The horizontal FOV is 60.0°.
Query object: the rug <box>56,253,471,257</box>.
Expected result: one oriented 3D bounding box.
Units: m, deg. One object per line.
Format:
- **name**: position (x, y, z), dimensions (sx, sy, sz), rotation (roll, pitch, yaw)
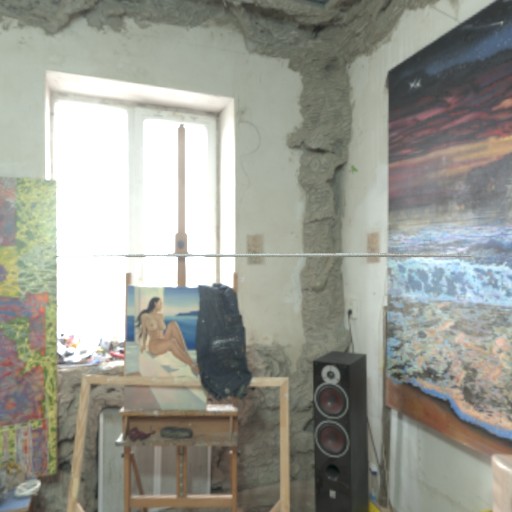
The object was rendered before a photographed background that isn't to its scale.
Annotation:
- **rug**: position (0.000, 0.000, 2.896), dimensions (2.275, 0.014, 1.514), rotation (0, 0, 38)
